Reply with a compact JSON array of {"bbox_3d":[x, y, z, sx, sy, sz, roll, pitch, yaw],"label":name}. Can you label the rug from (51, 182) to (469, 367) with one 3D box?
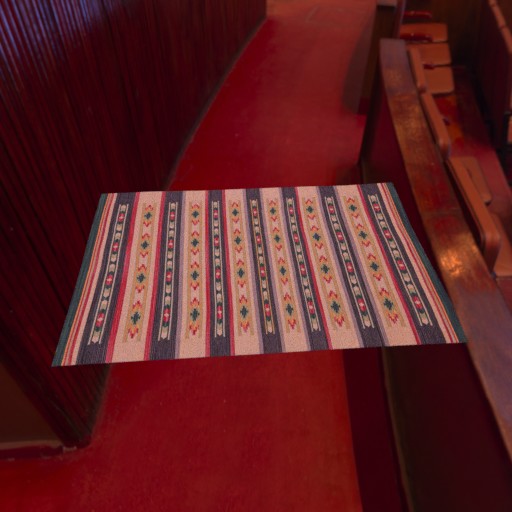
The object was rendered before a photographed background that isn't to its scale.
[{"bbox_3d":[0.000,0.000,2.972,2.311,0.010,1.522,-3,45,-3],"label":"rug"}]
